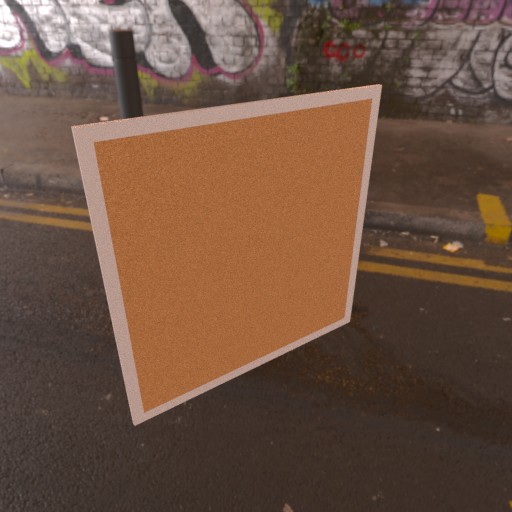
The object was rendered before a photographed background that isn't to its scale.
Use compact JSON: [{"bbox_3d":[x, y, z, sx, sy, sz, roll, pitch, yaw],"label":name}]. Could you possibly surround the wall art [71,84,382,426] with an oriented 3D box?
[{"bbox_3d":[0.000,0.000,1.213,0.812,0.813,0.013,-19,35,-29],"label":"wall art"}]
